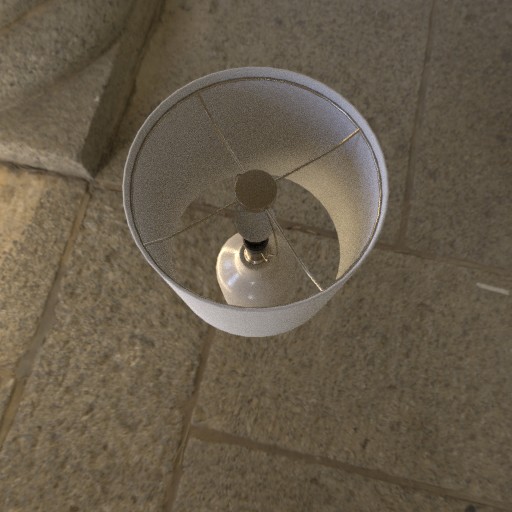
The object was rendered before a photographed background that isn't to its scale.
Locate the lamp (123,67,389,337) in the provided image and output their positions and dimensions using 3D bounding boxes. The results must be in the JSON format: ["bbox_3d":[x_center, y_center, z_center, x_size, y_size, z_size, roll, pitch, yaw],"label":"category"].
[{"bbox_3d":[0.000,0.000,0.596,0.220,0.475,0.220,-16,75,-4],"label":"lamp"}]
